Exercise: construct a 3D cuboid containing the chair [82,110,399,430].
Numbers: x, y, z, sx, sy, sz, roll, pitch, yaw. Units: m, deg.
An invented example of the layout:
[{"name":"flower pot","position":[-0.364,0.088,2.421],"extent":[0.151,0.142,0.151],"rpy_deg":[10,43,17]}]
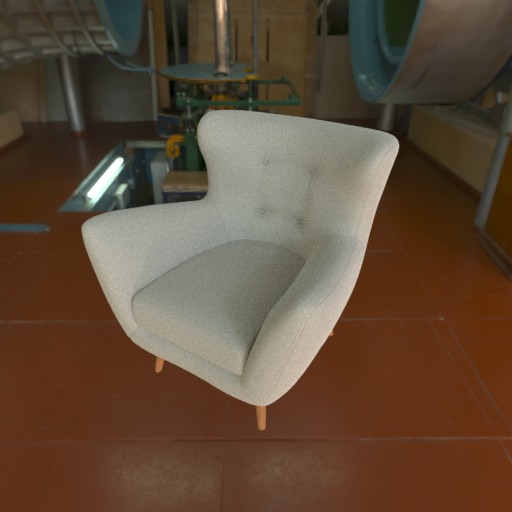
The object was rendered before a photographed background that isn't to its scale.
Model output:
[{"name":"chair","position":[0.000,0.000,1.662],"extent":[0.890,0.889,0.889],"rpy_deg":[19,35,29]}]
